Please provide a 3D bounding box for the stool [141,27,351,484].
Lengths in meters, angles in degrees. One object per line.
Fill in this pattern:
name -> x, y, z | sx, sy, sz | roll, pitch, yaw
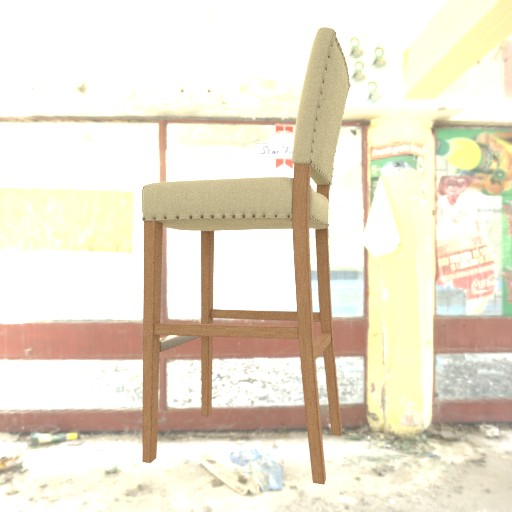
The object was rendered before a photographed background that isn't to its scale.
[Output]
stool -> 0.000, 0.000, 1.350 | 0.546, 1.143, 0.428 | 0, -1, 18
